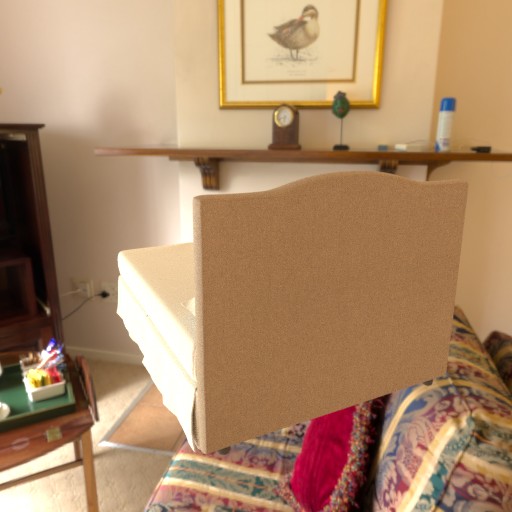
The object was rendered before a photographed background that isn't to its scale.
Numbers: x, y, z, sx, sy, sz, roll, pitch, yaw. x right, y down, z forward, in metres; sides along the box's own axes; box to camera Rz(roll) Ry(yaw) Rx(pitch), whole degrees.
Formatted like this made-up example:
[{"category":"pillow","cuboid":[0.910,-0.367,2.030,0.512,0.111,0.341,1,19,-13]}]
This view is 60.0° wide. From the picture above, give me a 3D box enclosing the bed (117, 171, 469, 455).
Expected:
[{"category":"bed","cuboid":[0.000,0.000,3.408,1.821,1.436,2.282,-8,17,-26]}]
